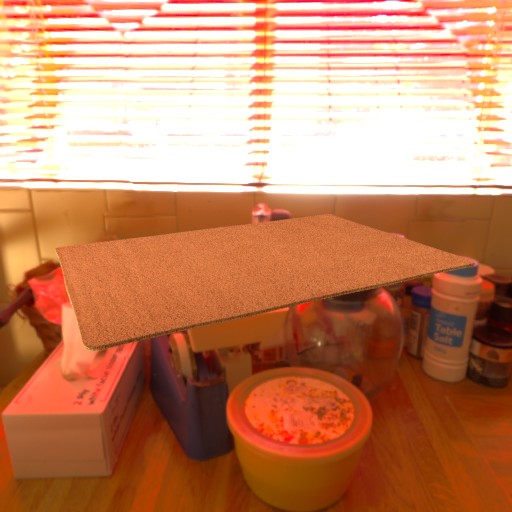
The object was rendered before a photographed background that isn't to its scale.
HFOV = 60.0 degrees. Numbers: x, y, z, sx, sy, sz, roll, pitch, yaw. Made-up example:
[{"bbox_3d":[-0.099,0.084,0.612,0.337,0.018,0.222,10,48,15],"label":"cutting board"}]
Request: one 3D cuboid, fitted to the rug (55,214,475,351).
[{"bbox_3d":[0.000,0.000,3.381,2.700,0.024,1.801,-9,20,-26],"label":"rug"}]
